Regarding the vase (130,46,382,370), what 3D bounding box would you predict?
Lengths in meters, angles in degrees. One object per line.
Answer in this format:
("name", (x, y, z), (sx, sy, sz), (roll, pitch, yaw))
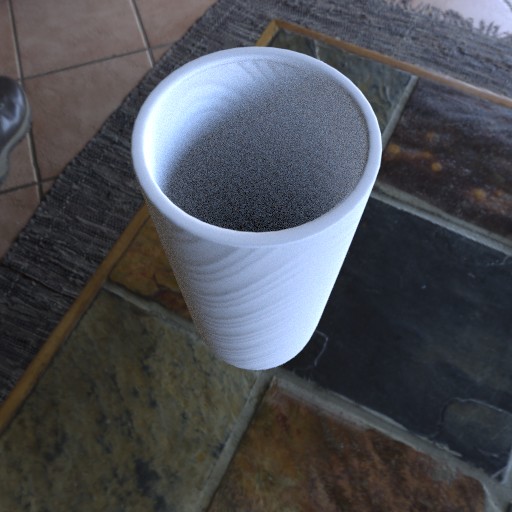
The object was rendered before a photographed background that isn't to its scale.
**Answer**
("vase", (0.000, 0.000, 0.385), (0.143, 0.316, 0.143), (0, 65, 0))
